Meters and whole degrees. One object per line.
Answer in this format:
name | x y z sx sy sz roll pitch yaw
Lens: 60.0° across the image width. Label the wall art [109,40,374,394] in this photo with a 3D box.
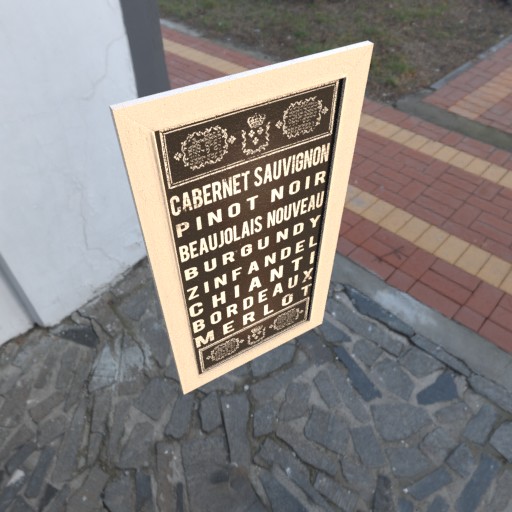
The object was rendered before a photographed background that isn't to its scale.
wall art | 0.000 0.000 0.813 0.380 0.683 0.013 -23 50 -20
